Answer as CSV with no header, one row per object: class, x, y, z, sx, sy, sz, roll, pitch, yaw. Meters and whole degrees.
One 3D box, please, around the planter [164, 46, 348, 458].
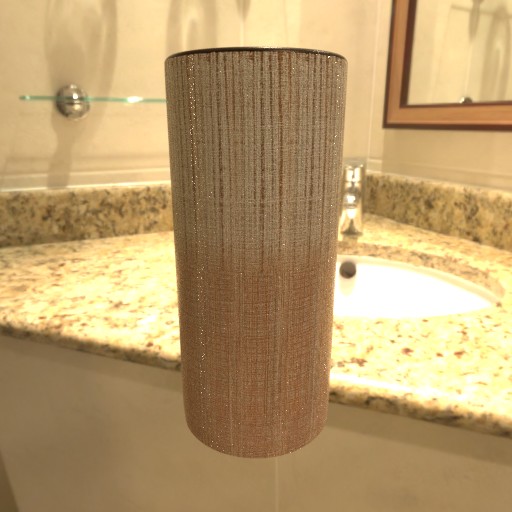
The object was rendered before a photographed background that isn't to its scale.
planter,0.000,0.000,0.279,0.100,0.227,0.100,9,19,26
